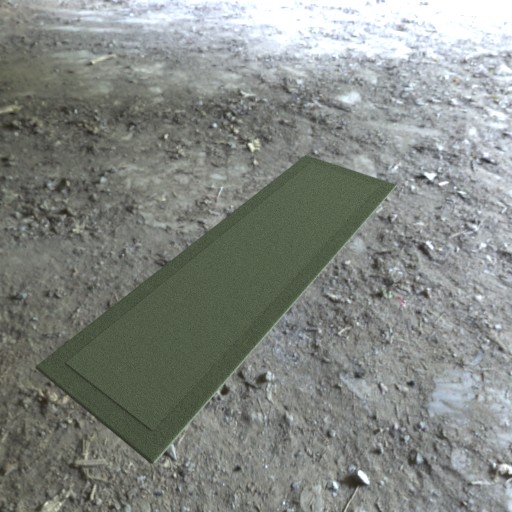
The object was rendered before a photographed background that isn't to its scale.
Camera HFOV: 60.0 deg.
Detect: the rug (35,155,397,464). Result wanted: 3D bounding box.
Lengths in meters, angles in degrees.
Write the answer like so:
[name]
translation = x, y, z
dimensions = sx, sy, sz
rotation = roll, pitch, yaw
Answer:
[rug]
translation = 0.000, 0.000, 2.606
dimensions = 0.759, 0.012, 2.430
rotation = 25, 47, 26
